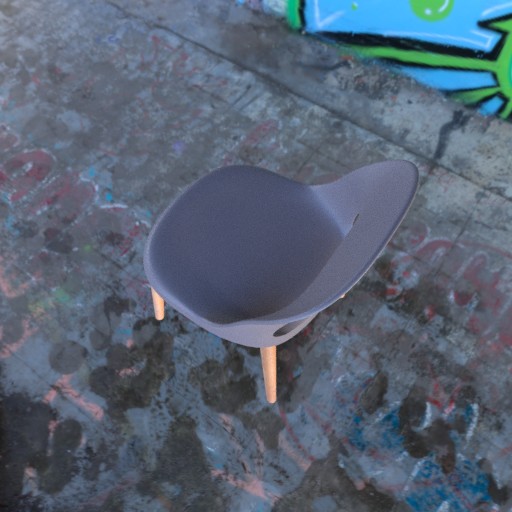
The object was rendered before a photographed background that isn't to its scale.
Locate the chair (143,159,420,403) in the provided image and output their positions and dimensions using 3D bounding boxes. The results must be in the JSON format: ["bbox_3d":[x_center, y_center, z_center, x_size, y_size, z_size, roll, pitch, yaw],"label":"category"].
[{"bbox_3d":[0.000,0.000,1.152,0.556,0.795,0.470,32,67,15],"label":"chair"}]
